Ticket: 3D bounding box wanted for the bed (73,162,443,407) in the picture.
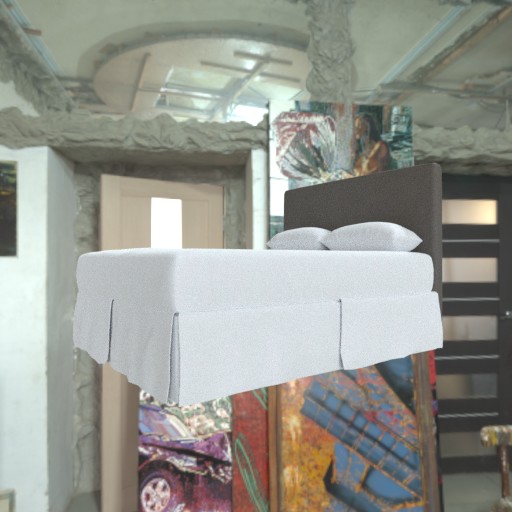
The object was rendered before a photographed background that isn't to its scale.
[{"bbox_3d":[0.000,0.000,3.144,2.142,1.330,1.723,0,0,-36],"label":"bed"}]
